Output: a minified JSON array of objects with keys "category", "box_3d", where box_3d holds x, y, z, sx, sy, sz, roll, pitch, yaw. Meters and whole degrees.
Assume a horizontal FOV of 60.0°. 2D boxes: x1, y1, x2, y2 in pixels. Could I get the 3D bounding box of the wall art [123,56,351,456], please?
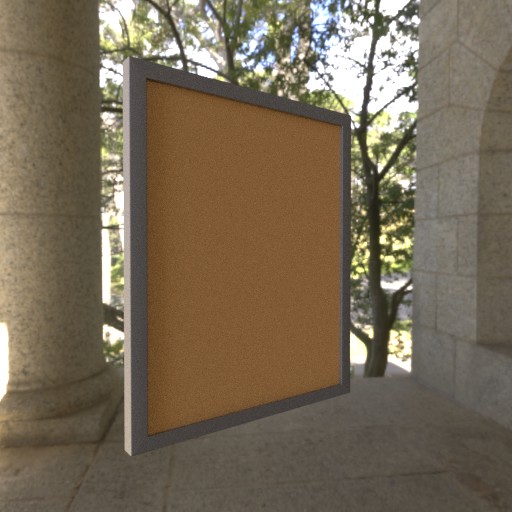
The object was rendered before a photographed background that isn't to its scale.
[{"category":"wall art","box_3d":[0.000,0.000,0.765,0.458,0.558,0.029,-1,1,-37]}]
